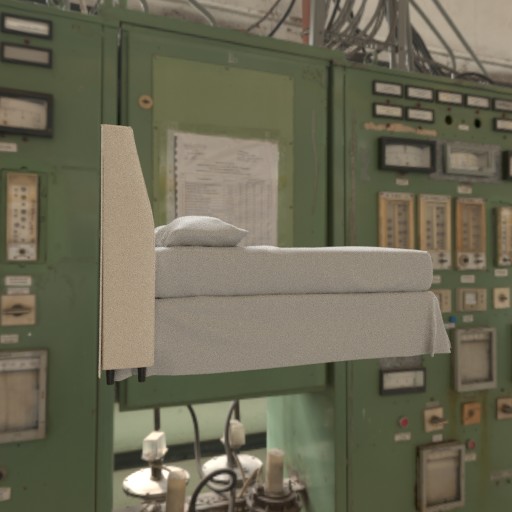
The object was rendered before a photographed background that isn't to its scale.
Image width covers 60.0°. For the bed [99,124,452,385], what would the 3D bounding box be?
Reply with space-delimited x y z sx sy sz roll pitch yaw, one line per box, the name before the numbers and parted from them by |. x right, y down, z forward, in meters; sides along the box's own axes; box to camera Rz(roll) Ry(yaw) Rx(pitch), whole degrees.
bed | 0.000 0.000 3.445 2.276 1.332 1.925 0 -1 -18
